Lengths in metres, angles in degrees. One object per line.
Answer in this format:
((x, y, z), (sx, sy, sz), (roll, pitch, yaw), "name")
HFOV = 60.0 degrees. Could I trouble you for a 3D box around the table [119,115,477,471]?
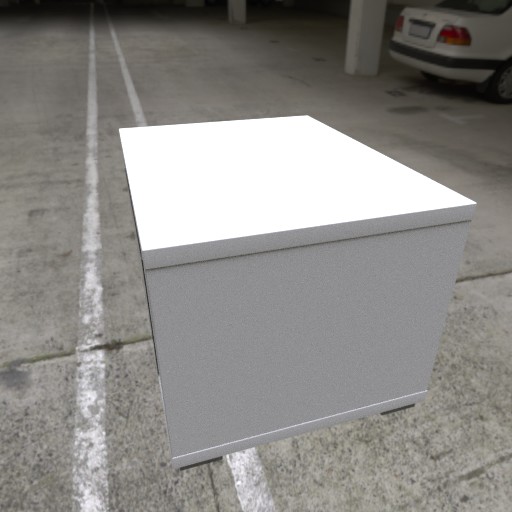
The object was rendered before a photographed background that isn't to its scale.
((0.000, 0.000, 0.786), (0.399, 0.357, 0.517), (-9, 31, -15), "table")
